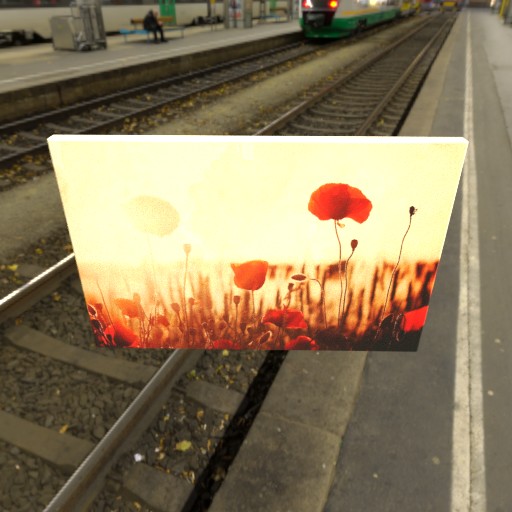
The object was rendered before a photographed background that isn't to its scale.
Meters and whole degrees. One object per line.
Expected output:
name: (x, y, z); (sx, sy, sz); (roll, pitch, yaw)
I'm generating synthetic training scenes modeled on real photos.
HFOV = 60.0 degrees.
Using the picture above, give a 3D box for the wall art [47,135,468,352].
wall art: (0.000, 0.000, 1.129); (0.918, 0.602, 0.038); (1, 30, 1)
